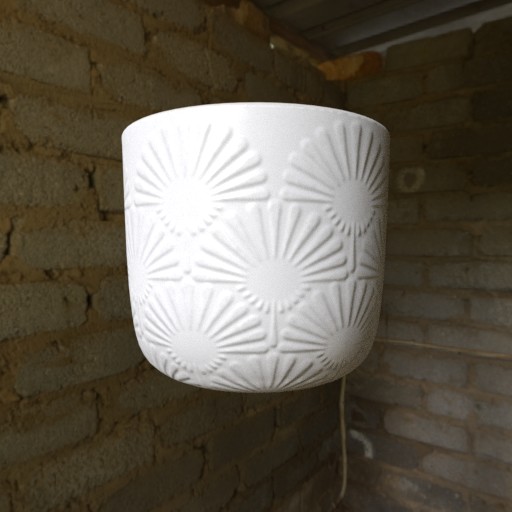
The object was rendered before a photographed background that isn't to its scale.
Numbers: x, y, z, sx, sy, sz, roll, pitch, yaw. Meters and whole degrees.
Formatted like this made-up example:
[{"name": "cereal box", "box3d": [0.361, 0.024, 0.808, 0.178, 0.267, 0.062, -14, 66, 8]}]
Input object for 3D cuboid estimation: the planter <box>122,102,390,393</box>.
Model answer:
[{"name": "planter", "box3d": [0.000, 0.000, 0.215, 0.124, 0.109, 0.124, 0, 1, 0]}]
